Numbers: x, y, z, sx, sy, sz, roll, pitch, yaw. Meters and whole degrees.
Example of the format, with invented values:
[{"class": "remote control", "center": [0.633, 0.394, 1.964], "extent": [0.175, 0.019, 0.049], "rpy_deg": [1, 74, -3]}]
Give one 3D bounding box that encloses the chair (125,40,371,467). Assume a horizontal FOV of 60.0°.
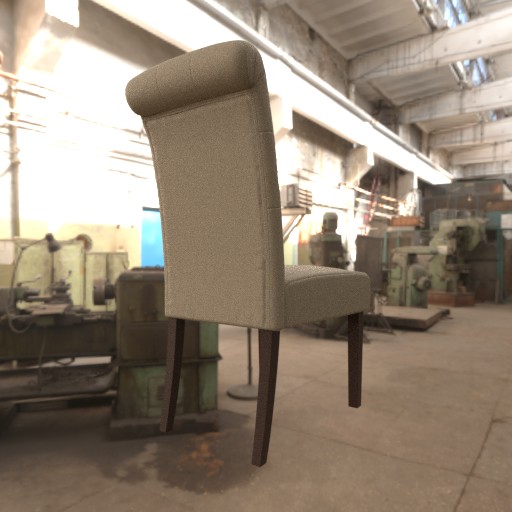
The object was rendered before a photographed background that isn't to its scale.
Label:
[{"class": "chair", "center": [0.000, 0.000, 1.344], "extent": [0.456, 1.006, 0.671], "rpy_deg": [0, 1, 37]}]
